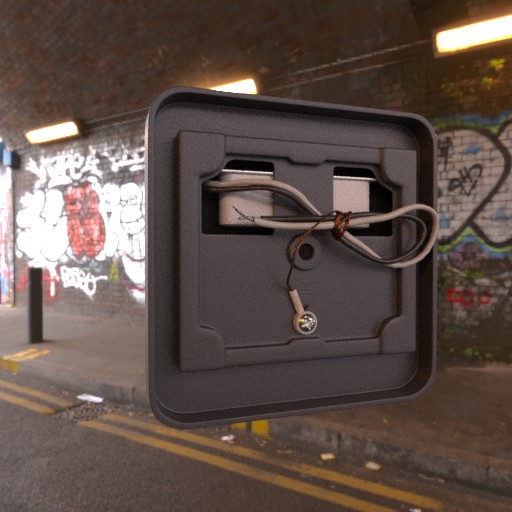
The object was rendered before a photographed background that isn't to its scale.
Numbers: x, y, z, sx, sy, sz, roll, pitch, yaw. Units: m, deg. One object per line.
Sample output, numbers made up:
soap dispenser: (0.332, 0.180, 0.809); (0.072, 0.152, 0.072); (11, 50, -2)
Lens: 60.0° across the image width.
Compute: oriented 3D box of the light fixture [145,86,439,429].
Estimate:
light fixture: (0.000, 0.000, 0.208); (0.109, 0.109, 0.132); (0, 1, -18)
